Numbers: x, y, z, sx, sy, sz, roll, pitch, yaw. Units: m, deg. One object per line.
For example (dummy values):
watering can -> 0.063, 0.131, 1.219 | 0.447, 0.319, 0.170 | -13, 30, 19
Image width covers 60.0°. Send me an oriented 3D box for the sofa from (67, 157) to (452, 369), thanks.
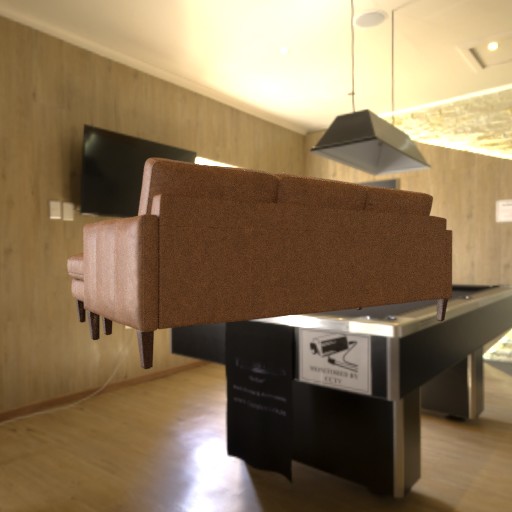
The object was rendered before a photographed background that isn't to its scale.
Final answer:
sofa -> 0.000, 0.000, 2.931 | 2.178, 0.876, 1.506 | 0, 1, -36
